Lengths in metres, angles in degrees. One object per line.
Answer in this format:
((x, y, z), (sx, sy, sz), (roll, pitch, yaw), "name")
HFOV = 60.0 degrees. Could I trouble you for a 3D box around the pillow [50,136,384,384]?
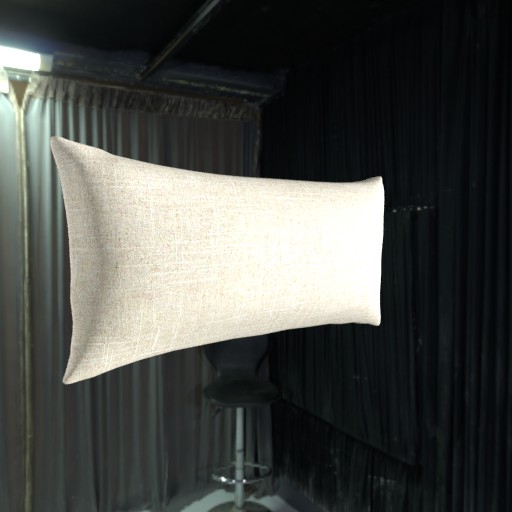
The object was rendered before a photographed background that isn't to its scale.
((0.000, 0.000, 1.008), (0.859, 0.429, 0.197), (-1, 2, -36), "pillow")
